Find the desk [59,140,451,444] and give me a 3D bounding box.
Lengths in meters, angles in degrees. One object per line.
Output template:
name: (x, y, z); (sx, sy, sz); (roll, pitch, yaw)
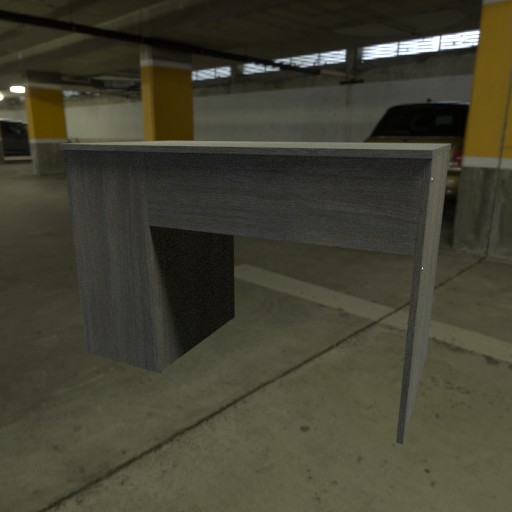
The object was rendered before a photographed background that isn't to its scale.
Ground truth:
desk: (0.000, 0.000, 1.486); (1.096, 0.730, 0.560); (8, 17, 25)
